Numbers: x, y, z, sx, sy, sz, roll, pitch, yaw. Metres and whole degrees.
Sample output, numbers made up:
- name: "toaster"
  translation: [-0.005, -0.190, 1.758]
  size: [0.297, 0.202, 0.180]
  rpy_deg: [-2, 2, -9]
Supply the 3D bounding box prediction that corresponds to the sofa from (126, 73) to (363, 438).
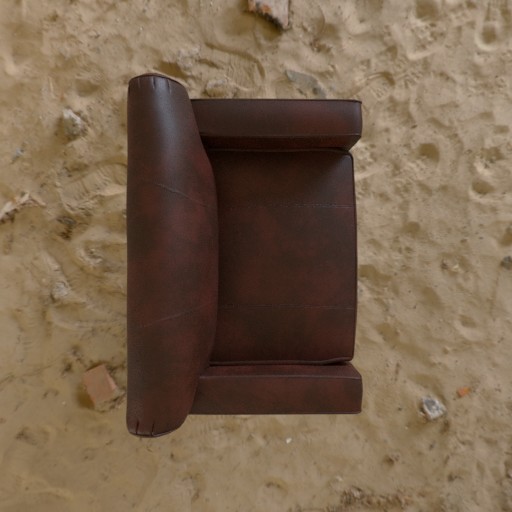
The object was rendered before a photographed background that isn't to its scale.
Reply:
- name: "sofa"
  translation: [0.000, 0.000, 2.081]
  size: [1.000, 0.956, 1.413]
  rpy_deg: [0, 90, -1]
